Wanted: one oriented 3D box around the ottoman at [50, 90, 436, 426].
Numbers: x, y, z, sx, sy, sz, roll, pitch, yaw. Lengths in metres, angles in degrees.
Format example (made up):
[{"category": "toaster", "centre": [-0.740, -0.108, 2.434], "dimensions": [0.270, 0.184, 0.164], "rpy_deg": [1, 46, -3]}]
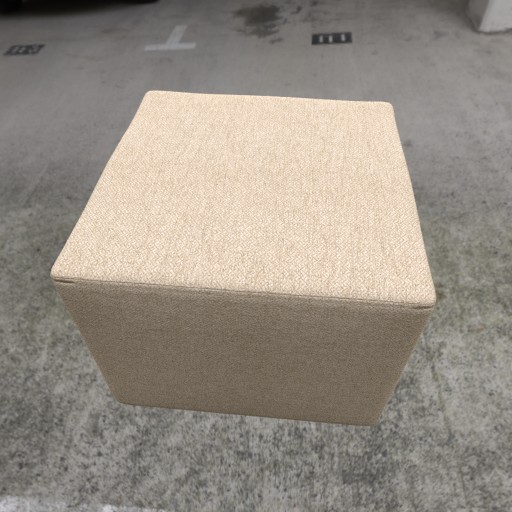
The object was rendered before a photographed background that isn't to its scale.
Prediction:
[{"category": "ottoman", "centre": [0.000, 0.000, 0.860], "dimensions": [0.508, 0.432, 0.508], "rpy_deg": [4, 47, 4]}]
